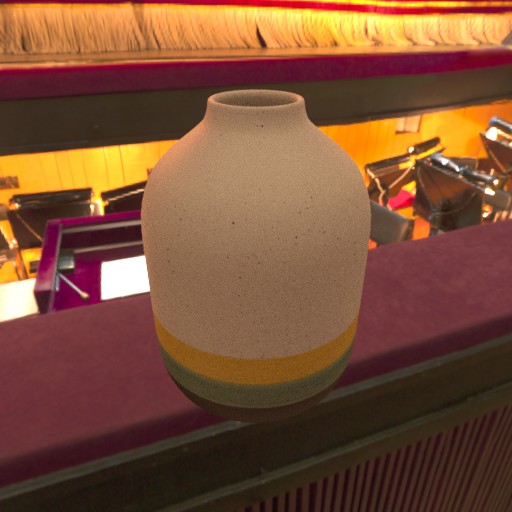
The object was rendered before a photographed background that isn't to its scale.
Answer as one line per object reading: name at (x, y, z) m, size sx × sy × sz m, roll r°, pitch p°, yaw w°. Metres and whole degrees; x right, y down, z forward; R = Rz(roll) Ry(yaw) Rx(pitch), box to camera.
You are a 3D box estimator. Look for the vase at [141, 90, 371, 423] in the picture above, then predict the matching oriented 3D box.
vase at (0.000, 0.000, 0.351) m, size 0.169 × 0.240 × 0.169 m, roll 0°, pitch 30°, yaw 0°
